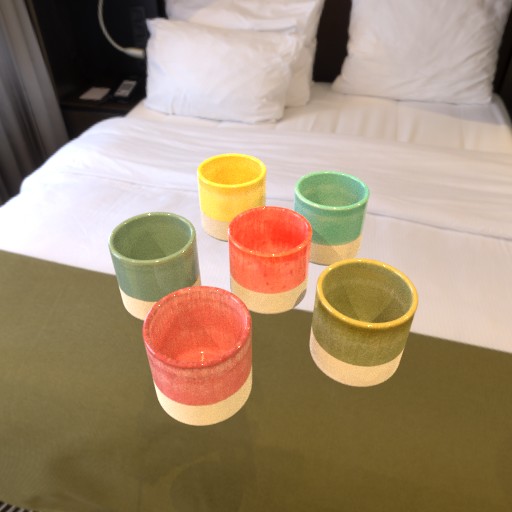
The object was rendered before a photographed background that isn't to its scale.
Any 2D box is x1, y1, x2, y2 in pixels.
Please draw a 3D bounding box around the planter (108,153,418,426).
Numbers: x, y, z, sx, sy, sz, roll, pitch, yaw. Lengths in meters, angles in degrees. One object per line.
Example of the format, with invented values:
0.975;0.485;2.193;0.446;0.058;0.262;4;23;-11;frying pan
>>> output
0.000;0.000;0.421;0.257;0.075;0.286;-11;40;-13;planter
